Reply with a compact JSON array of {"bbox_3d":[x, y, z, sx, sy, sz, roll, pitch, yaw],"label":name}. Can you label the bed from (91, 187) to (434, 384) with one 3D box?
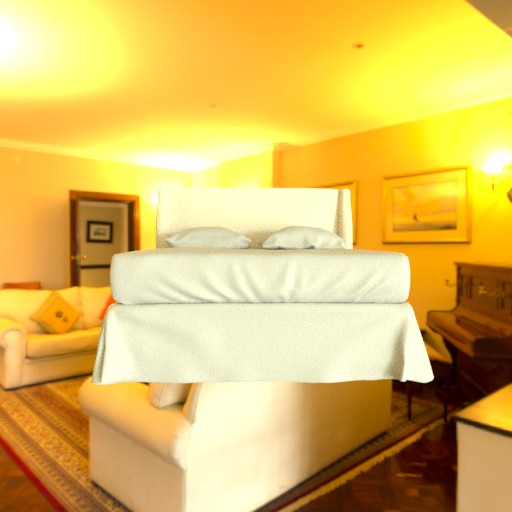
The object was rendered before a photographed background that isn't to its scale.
[{"bbox_3d":[0.000,0.000,3.396,1.925,1.332,2.276,0,1,-1],"label":"bed"}]
